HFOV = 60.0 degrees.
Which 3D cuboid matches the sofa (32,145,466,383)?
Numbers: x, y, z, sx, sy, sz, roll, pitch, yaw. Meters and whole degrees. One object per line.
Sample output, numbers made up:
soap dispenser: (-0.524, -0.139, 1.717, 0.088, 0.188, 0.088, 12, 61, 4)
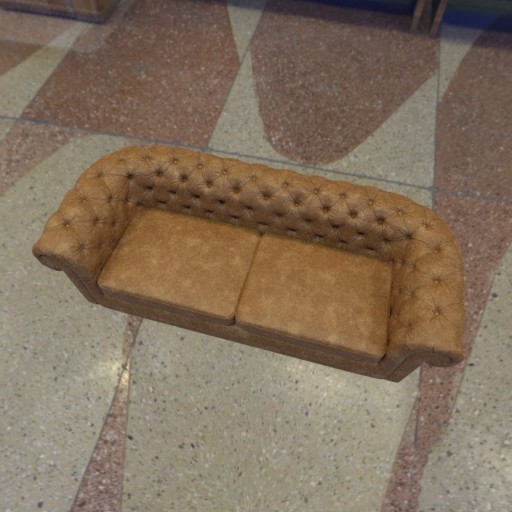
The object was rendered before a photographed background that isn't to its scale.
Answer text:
sofa: (0.000, 0.000, 2.775, 2.365, 0.760, 0.989, 13, 60, 8)
